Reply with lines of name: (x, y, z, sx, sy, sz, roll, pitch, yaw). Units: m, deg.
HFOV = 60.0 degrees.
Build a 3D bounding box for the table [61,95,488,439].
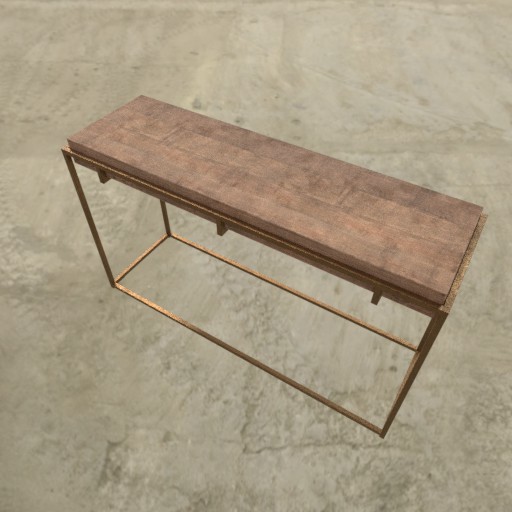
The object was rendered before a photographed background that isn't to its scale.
table: (0.000, 0.000, 1.751, 1.400, 0.820, 0.440, 24, 51, 22)
